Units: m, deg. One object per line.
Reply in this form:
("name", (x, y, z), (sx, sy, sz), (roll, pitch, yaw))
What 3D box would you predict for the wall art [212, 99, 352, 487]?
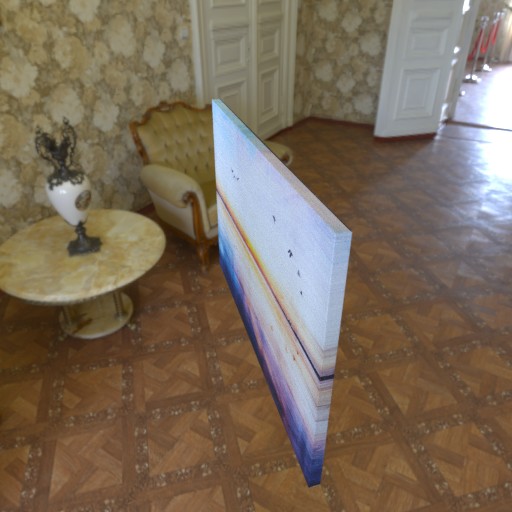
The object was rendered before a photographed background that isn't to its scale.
("wall art", (0.000, 0.000, 1.440), (0.034, 0.756, 1.137), (-8, 32, -13))
